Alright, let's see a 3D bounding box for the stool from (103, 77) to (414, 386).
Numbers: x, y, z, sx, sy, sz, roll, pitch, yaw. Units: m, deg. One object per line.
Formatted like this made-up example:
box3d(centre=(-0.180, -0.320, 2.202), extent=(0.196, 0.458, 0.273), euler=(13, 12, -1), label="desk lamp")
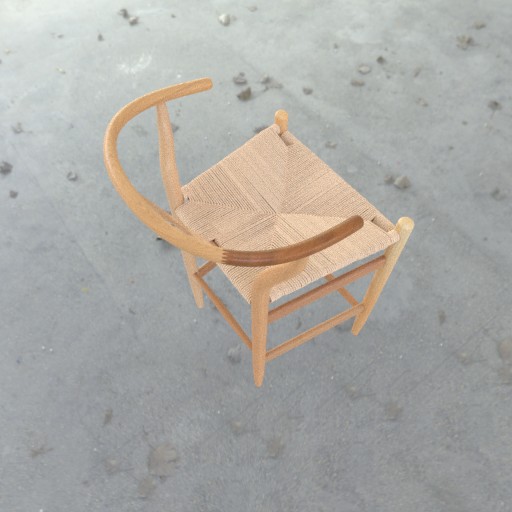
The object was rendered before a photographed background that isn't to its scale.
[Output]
box3d(centre=(0.000, 0.000, 1.241), extent=(0.575, 0.923, 0.536), euler=(-32, 63, -19), label="stool")
